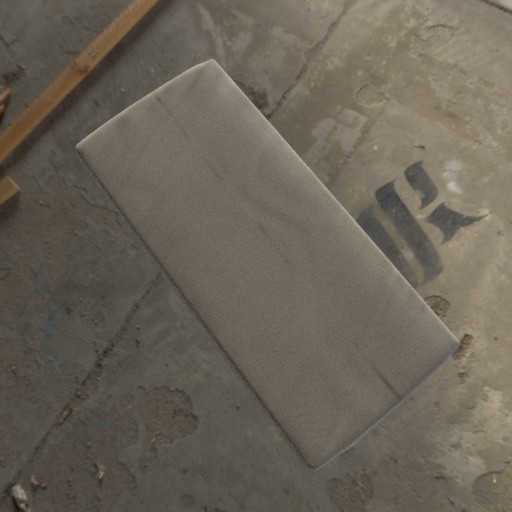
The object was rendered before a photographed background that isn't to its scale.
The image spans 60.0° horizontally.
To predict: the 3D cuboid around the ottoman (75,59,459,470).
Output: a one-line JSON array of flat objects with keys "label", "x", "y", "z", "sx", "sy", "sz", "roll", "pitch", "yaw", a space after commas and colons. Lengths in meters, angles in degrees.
[{"label": "ottoman", "x": 0.000, "y": 0.000, "z": 1.677, "sx": 0.665, "sy": 0.457, "sz": 1.388, "roll": -37, "pitch": 79, "yaw": -9}]
